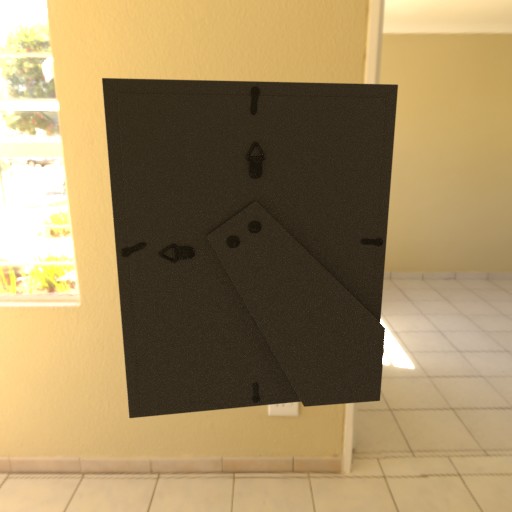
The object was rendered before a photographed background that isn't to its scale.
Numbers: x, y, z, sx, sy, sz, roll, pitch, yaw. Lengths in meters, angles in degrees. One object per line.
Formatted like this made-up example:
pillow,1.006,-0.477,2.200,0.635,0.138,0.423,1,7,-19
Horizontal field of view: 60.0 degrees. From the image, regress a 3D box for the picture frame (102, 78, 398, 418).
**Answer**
picture frame,0.000,0.000,0.388,0.232,0.284,0.042,-2,15,-9
